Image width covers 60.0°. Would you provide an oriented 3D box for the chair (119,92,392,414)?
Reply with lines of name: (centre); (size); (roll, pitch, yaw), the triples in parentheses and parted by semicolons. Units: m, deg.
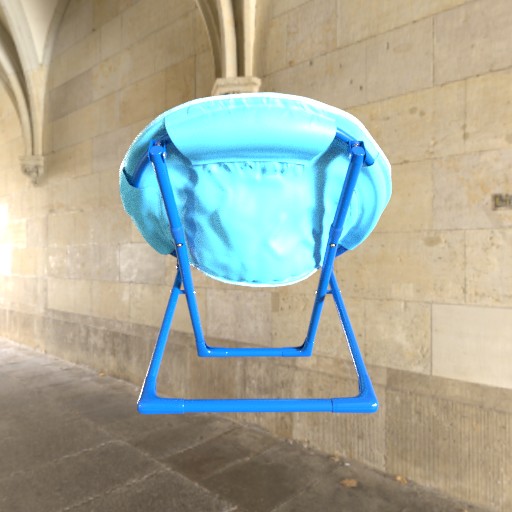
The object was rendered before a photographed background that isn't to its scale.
chair: (0.000, 0.000, 0.877); (0.520, 0.478, 0.465); (0, -1, -1)
